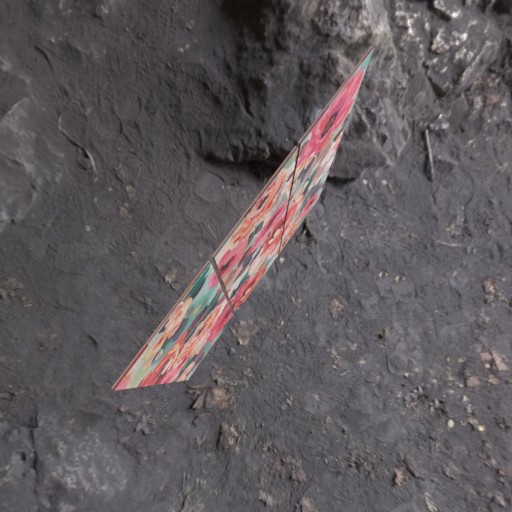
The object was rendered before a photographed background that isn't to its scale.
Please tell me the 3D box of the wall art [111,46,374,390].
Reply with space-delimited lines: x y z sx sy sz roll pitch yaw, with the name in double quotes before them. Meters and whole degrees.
"wall art" 0.000 0.000 2.252 0.013 1.519 1.521 35 78 8
